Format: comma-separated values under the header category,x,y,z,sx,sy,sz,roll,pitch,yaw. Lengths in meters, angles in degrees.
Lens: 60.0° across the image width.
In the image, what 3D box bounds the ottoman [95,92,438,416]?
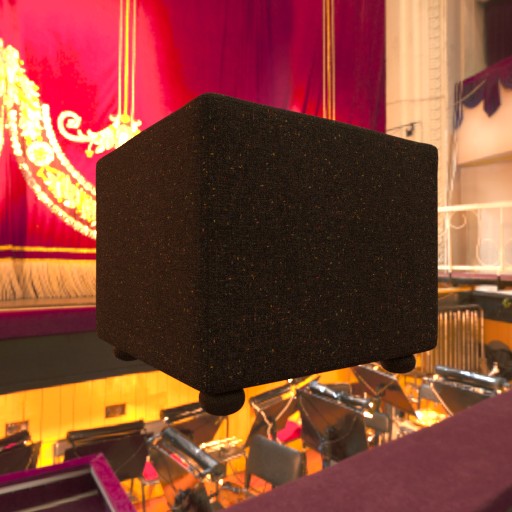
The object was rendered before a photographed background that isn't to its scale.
category,x,y,z,sx,sy,sz,roll,pitch,yaw
ottoman,0.000,0.000,0.879,0.508,0.432,0.508,0,0,-35
